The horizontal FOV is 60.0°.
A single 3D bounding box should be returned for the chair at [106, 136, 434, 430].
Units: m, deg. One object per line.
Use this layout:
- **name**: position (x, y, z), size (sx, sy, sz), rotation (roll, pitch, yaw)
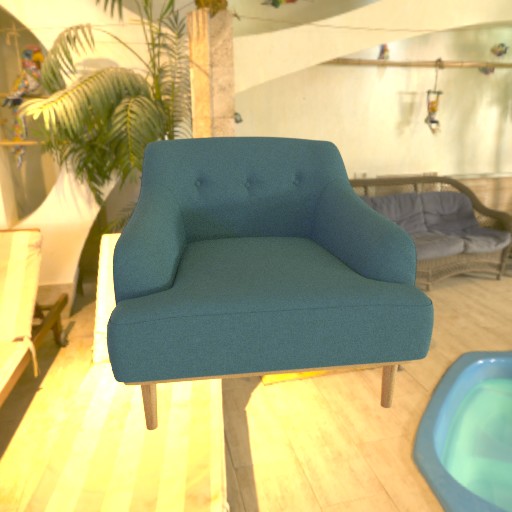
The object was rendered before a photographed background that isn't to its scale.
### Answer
- **chair**: position (0.000, 0.000, 1.641), size (0.946, 0.818, 0.951), rotation (-2, 18, -8)
